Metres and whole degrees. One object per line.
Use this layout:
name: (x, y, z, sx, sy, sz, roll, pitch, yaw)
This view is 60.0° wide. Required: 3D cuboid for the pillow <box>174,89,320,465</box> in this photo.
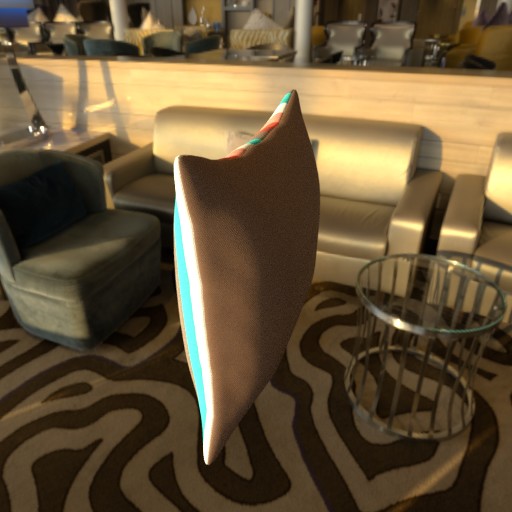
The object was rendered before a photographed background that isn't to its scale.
pillow: (0.000, 0.000, 0.704, 0.168, 0.443, 0.453, 9, 30, 16)
